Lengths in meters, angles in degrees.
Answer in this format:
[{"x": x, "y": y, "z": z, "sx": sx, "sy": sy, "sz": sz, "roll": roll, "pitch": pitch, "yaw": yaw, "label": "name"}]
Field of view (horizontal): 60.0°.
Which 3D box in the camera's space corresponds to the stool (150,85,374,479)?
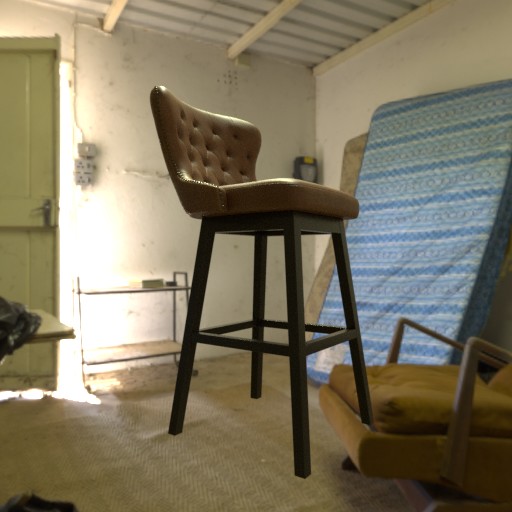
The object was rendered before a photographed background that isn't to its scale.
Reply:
[{"x": 0.000, "y": 0.000, "z": 1.396, "sx": 0.601, "sy": 1.050, "sz": 0.528, "roll": 0, "pitch": 0, "yaw": 36, "label": "stool"}]
